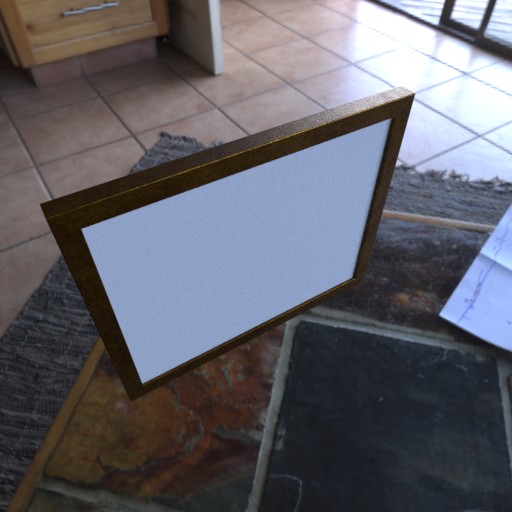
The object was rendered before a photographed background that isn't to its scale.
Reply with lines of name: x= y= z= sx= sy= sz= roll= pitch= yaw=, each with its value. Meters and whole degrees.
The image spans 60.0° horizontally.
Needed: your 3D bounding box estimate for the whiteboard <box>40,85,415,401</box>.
whiteboard: x=0.000 y=0.000 z=0.764 sx=0.561 sy=0.457 sz=0.029 roll=-24 pitch=51 yaw=-21
